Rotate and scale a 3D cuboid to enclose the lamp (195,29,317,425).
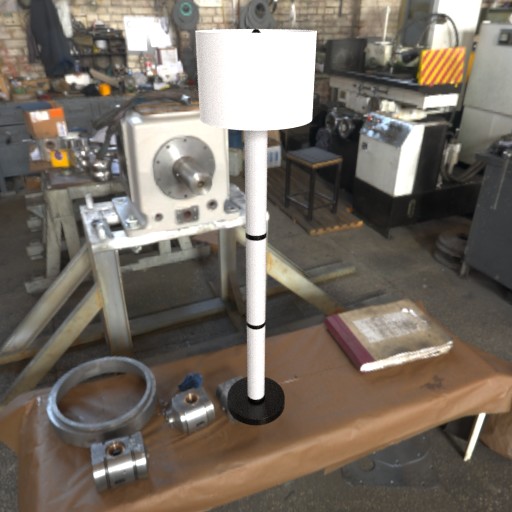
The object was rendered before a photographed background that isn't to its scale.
[{"bbox_3d":[0.000,0.000,1.752,0.377,1.599,0.377,18,33,29],"label":"lamp"}]
